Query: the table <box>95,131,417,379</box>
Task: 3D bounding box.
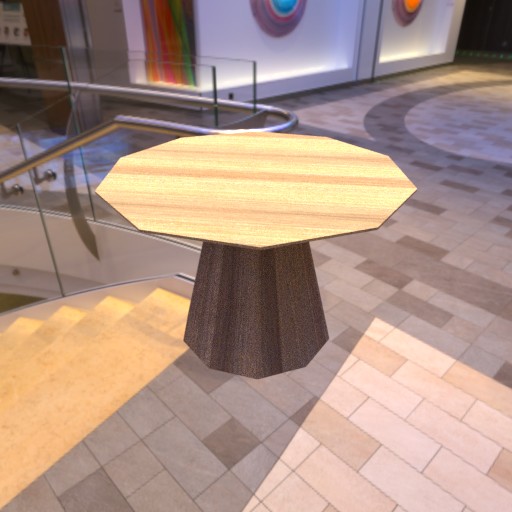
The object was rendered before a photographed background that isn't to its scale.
[{"bbox_3d":[0.000,0.000,1.900,1.186,0.752,1.186,0,30,0],"label":"table"}]
